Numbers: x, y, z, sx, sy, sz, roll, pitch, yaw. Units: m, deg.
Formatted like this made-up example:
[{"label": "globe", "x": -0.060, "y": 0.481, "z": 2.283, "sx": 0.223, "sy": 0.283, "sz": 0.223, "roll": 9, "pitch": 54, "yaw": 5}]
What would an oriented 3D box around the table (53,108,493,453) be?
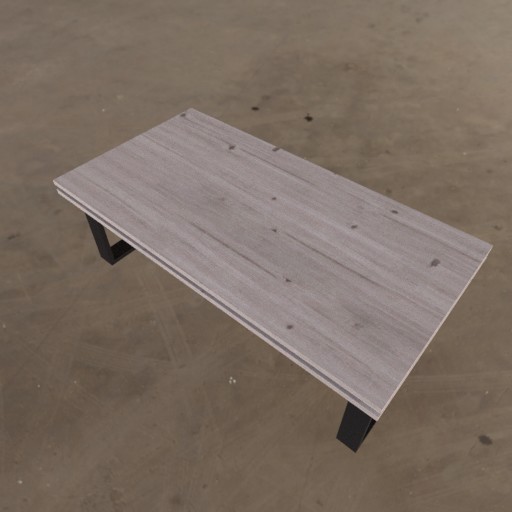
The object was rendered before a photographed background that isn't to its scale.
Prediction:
[{"label": "table", "x": 0.000, "y": 0.000, "z": 1.665, "sx": 1.350, "sy": 0.450, "sz": 0.700, "roll": 31, "pitch": 54, "yaw": 26}]
